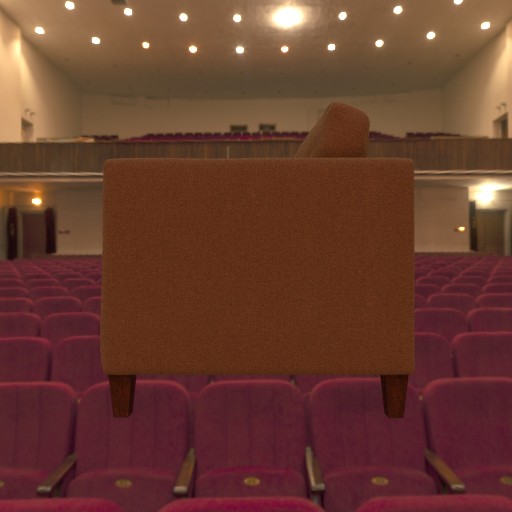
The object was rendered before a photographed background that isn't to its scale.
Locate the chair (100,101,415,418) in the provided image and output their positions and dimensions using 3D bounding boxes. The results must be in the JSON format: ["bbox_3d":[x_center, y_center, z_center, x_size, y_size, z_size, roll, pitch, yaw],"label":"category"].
[{"bbox_3d":[0.000,0.000,1.818,0.959,0.963,1.107,0,0,0],"label":"chair"}]
